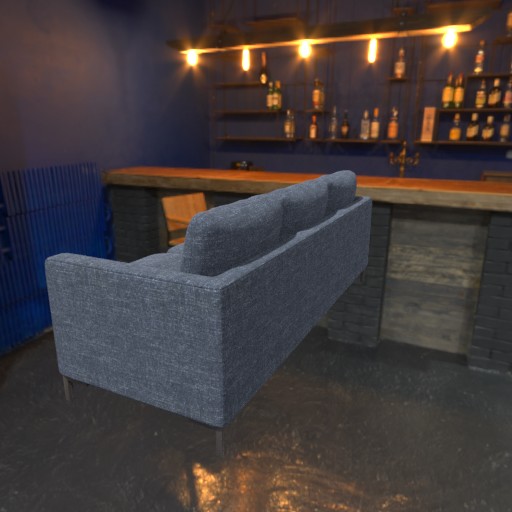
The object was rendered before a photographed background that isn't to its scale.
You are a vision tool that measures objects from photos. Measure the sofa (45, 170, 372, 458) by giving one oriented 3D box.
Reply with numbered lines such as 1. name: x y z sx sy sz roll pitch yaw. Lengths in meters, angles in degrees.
1. sofa: 0.000 0.000 2.612 0.859 0.874 2.218 8 18 25
